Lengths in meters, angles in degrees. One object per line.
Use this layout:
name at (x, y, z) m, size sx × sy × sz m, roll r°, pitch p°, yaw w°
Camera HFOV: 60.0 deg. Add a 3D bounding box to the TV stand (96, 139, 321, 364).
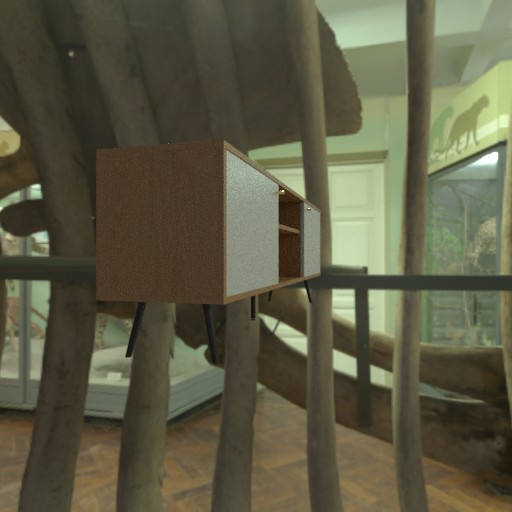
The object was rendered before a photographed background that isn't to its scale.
TV stand at (0.000, 0.000, 2.000) m, size 0.400 × 0.580 × 1.760 m, roll 0°, pitch 0°, yaw 16°
